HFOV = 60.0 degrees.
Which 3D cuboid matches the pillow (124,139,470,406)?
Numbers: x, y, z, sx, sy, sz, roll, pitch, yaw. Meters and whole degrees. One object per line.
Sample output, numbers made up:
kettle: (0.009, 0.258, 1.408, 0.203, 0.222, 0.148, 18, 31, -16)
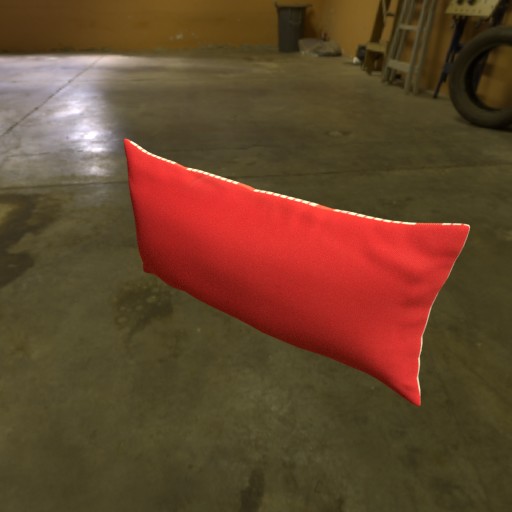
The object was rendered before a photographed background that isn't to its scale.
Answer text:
pillow: (0.000, 0.000, 0.733, 0.608, 0.297, 0.151, 21, 36, 31)
